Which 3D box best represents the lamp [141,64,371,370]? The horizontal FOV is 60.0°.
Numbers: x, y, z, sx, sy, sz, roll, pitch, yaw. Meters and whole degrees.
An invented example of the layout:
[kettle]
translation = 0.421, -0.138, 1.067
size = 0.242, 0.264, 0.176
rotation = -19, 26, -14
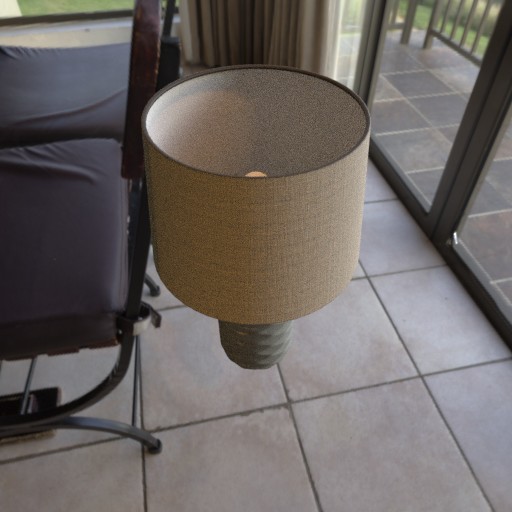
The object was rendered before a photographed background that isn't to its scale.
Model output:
[lamp]
translation = 0.000, 0.000, 0.848
size = 0.376, 0.594, 0.376
rotation = 0, 46, 0
